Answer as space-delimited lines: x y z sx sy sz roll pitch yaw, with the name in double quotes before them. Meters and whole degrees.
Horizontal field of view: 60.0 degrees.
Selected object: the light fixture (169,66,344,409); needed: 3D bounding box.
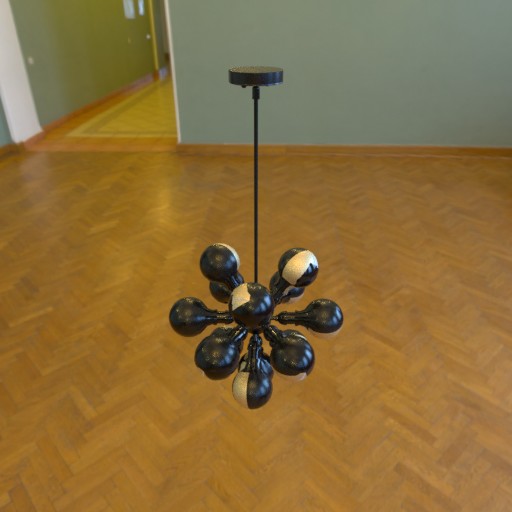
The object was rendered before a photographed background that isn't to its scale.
"light fixture" 0.000 0.000 1.100 0.468 0.859 0.420 1 29 1
